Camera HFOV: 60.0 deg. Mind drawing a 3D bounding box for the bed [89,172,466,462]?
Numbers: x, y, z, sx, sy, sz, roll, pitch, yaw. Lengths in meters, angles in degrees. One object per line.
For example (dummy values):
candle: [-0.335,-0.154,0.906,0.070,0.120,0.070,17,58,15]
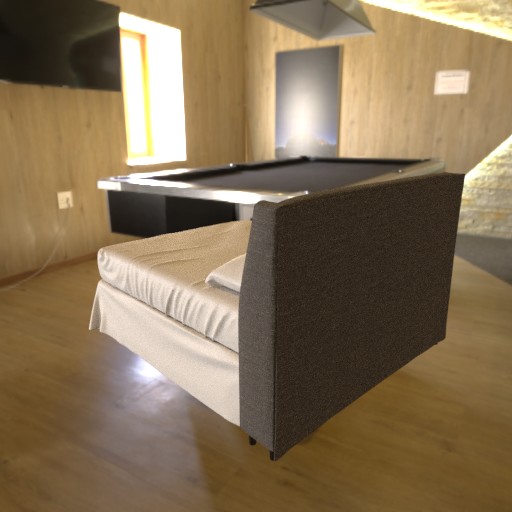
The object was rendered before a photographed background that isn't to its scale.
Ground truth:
bed: [0.000,0.000,3.416,1.925,1.332,2.276,-15,22,-41]
